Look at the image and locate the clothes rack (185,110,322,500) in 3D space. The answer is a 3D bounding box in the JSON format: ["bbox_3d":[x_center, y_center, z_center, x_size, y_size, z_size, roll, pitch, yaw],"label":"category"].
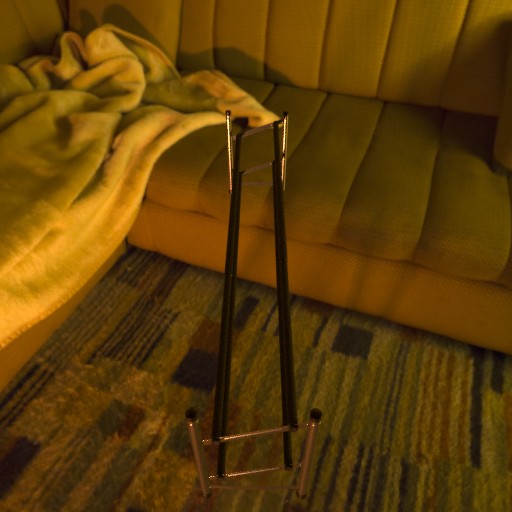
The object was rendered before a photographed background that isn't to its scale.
[{"bbox_3d":[0.000,0.000,1.265,0.229,0.349,1.168,0,42,0],"label":"clothes rack"}]
